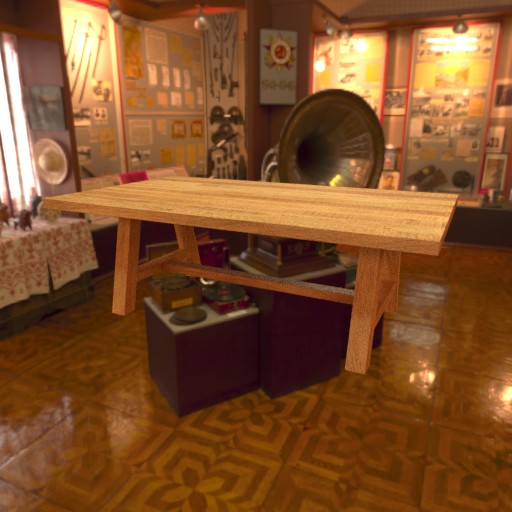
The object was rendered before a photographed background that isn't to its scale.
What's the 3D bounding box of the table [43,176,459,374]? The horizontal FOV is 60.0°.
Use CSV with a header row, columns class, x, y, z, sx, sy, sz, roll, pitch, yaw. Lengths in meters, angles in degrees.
class,x,y,z,sx,sy,sz,roll,pitch,yaw
table,0.000,0.000,1.686,1.320,0.455,0.760,8,19,25
